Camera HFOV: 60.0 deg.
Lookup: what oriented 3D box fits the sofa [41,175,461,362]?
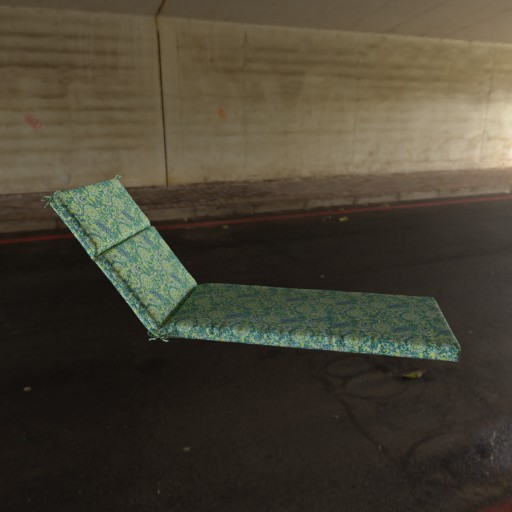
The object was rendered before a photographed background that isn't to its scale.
[{"bbox_3d":[0.000,0.000,1.966,1.663,0.622,0.582,3,17,10],"label":"sofa"}]
